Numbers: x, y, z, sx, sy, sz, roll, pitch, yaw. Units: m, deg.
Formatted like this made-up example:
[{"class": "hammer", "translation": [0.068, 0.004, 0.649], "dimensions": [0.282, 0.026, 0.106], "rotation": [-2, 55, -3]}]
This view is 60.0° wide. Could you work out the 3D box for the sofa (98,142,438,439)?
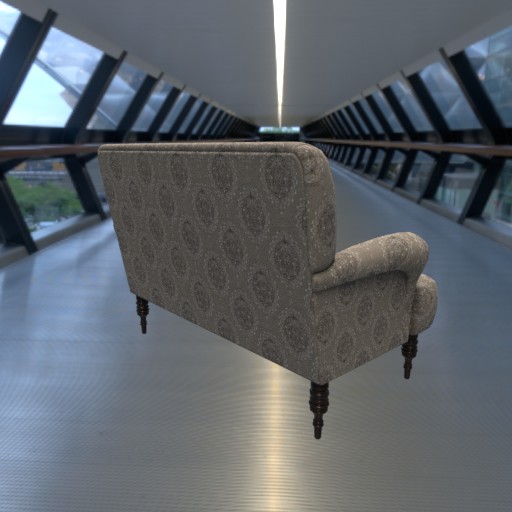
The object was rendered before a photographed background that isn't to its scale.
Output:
[{"class": "sofa", "translation": [0.000, 0.000, 1.809], "dimensions": [0.779, 0.889, 1.297], "rotation": [-12, 18, -41]}]
